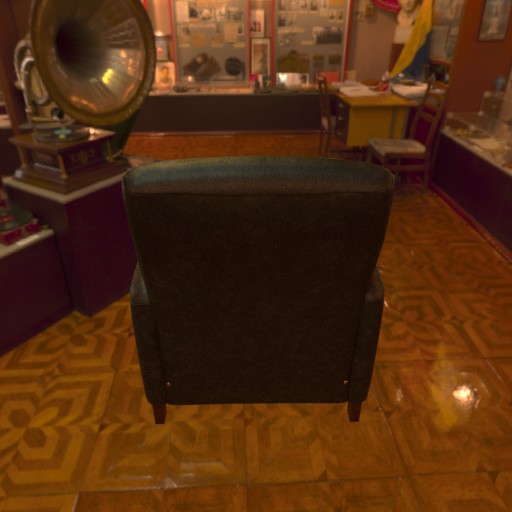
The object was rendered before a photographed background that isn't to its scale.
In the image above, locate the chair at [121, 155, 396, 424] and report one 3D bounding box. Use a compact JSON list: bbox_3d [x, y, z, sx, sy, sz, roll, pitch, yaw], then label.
[{"bbox_3d":[0.000,0.000,1.670,0.848,1.014,0.864,0,30,-1],"label":"chair"}]
